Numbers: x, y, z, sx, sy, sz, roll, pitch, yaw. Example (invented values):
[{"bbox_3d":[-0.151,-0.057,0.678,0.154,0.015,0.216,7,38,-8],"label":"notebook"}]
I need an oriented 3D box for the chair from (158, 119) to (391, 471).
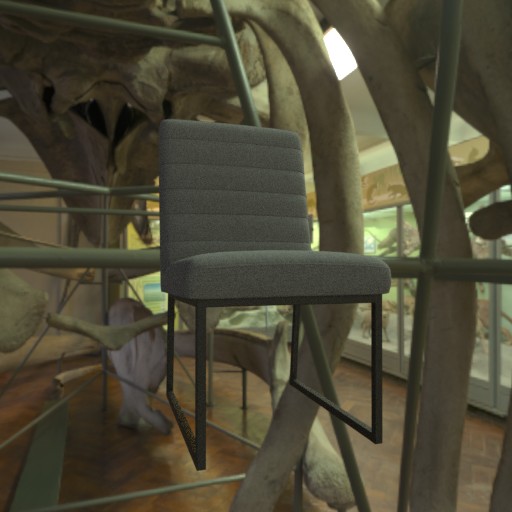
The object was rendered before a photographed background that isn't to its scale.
[{"bbox_3d":[0.000,0.000,1.310,0.520,0.930,0.634,0,0,-18],"label":"chair"}]
